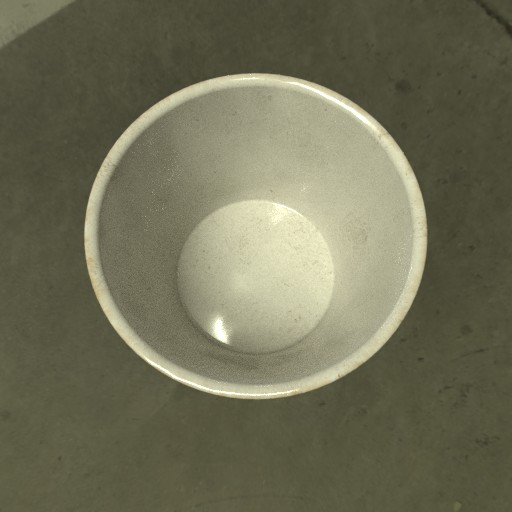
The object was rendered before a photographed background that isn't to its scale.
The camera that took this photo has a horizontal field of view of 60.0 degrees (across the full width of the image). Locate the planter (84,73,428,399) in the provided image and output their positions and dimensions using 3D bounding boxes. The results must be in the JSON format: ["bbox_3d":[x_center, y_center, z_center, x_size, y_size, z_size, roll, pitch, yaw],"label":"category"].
[{"bbox_3d":[0.000,0.000,0.214,0.126,0.104,0.126,0,75,0],"label":"planter"}]
